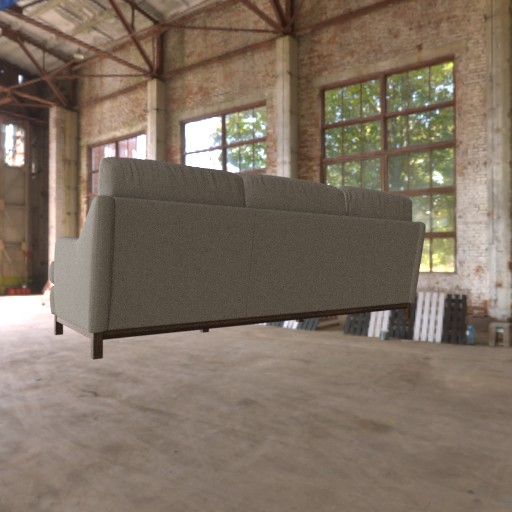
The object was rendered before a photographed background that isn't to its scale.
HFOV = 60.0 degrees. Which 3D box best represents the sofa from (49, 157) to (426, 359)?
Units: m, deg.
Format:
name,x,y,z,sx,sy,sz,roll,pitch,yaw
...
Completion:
name,x,y,z,sx,sy,sz,roll,pitch,yaw
sofa,0.000,0.000,2.908,2.344,0.926,0.987,0,-1,-36
